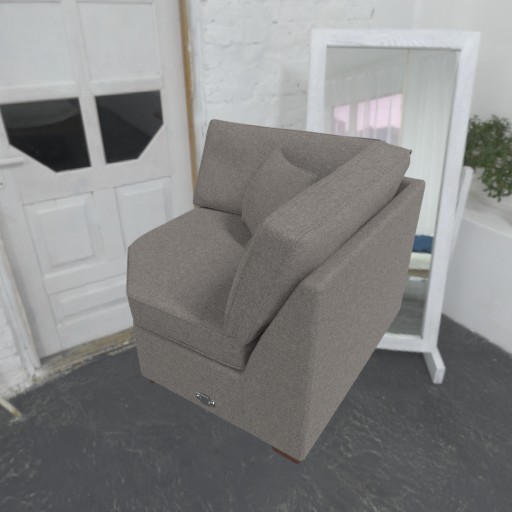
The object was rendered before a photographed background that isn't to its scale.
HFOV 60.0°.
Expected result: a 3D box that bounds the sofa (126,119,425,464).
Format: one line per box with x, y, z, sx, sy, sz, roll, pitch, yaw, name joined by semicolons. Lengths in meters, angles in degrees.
0.000;0.000;1.892;1.050;0.951;1.042;19;35;28;sofa
